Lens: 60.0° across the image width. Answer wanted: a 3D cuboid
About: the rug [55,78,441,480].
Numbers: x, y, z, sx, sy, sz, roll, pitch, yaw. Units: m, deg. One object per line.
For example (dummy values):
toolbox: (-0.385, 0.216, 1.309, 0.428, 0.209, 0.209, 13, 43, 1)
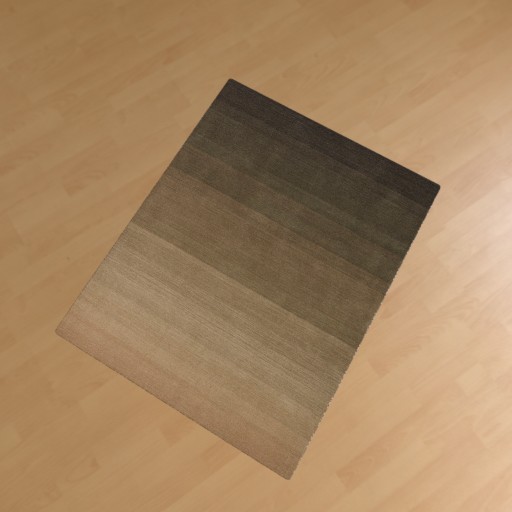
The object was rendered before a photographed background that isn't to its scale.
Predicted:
rug: (0.000, 0.000, 3.946, 2.306, 0.017, 2.902, 29, 77, 7)
